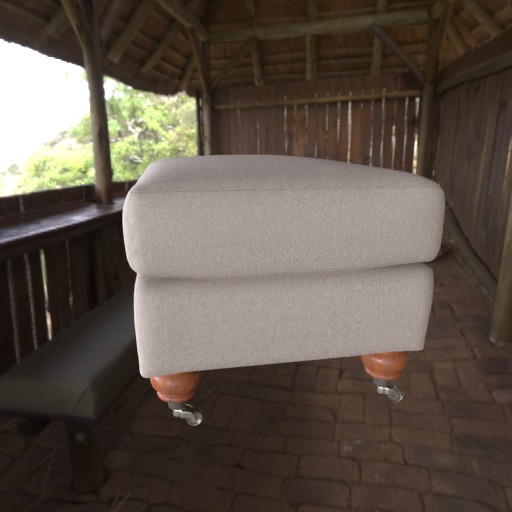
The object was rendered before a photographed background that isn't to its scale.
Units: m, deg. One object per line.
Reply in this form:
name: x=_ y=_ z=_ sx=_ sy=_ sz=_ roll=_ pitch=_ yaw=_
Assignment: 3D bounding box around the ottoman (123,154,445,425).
ottoman: x=0.000 y=0.000 z=1.128 sx=0.574 sy=0.497 sz=0.773 roll=-3 pitch=15 yaw=-10
